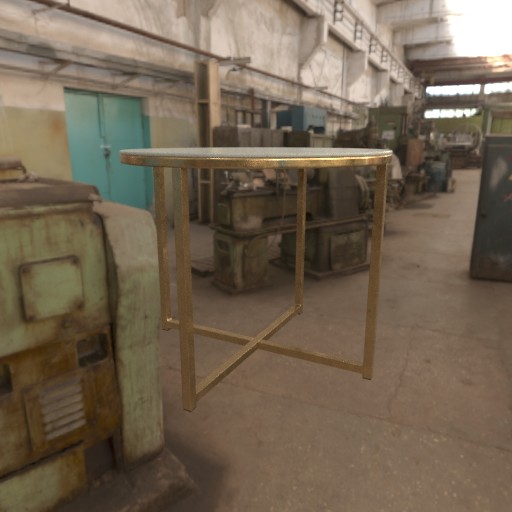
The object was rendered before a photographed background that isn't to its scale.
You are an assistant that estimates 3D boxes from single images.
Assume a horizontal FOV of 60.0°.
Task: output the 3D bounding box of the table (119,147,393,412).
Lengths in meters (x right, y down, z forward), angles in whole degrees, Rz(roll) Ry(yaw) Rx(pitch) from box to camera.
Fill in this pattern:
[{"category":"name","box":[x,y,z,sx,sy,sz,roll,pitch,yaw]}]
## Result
[{"category":"table","box":[0.000,0.000,0.900,0.500,0.420,0.500,0,15,0]}]
